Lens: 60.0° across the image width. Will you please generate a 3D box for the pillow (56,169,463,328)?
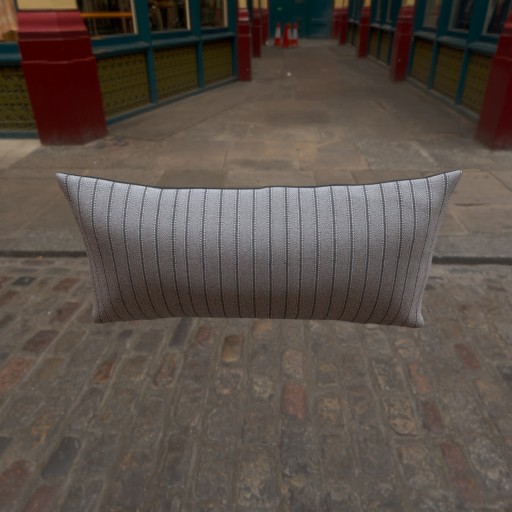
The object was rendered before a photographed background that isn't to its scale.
[{"bbox_3d":[0.000,0.000,0.736,0.609,0.305,0.151,1,30,2],"label":"pillow"}]
